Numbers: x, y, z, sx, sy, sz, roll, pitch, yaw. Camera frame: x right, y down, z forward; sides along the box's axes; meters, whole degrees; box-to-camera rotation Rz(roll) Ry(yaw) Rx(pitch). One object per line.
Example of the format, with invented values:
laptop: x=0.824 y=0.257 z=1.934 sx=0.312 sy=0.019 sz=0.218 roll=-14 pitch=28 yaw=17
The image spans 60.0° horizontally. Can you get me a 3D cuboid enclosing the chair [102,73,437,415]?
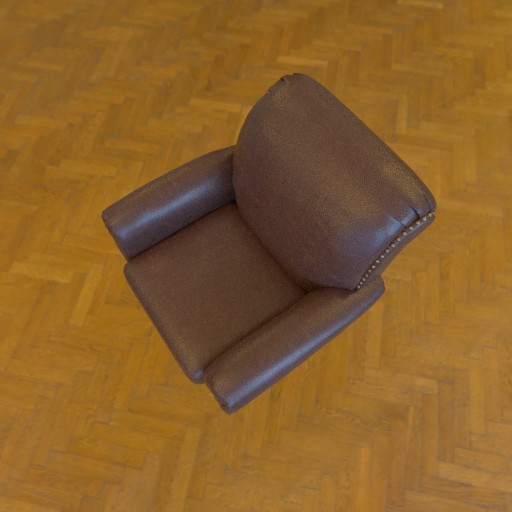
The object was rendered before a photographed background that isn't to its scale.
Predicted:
chair: x=0.000 y=0.000 z=1.657 sx=0.890 sy=0.927 sz=0.854 roll=-32 pitch=68 yaw=-15
